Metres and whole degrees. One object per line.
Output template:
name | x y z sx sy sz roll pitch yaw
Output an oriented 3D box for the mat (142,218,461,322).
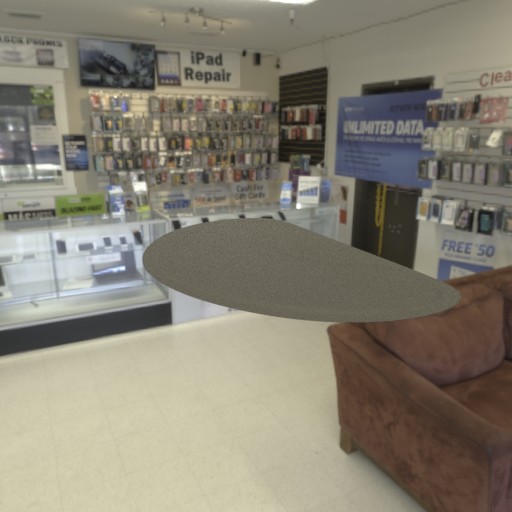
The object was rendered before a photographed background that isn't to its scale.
mat | 0.000 0.000 1.853 0.913 0.013 1.524 -7 18 -24
